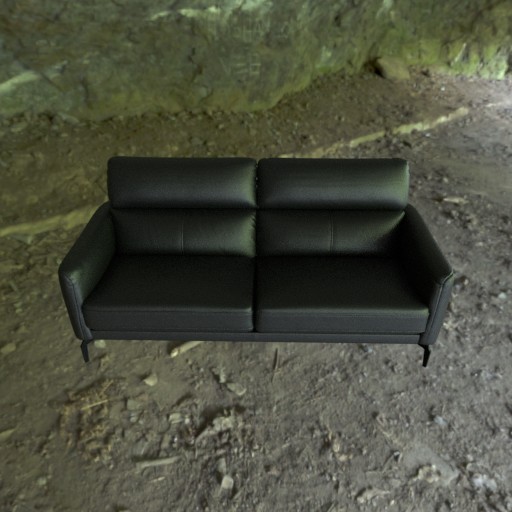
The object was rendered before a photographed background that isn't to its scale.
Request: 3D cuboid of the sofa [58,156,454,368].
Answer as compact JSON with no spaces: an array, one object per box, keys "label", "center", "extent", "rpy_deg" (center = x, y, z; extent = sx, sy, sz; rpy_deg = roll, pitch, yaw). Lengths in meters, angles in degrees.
[{"label":"sofa","center":[0.000,0.000,2.611],"extent":[2.069,0.957,0.856],"rpy_deg":[1,30,1]}]
